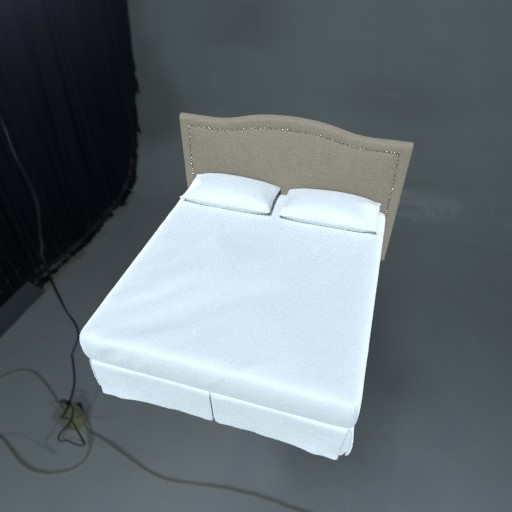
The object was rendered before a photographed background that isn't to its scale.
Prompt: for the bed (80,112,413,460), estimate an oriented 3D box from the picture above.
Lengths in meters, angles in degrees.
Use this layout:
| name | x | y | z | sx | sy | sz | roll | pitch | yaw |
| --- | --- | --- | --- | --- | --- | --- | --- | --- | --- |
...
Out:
| name | x | y | z | sx | sy | sz | roll | pitch | yaw |
| --- | --- | --- | --- | --- | --- | --- | --- | --- | --- |
| bed | 0.000 | 0.000 | 3.516 | 2.083 | 1.421 | 2.182 | 11 | 43 | 12 |
